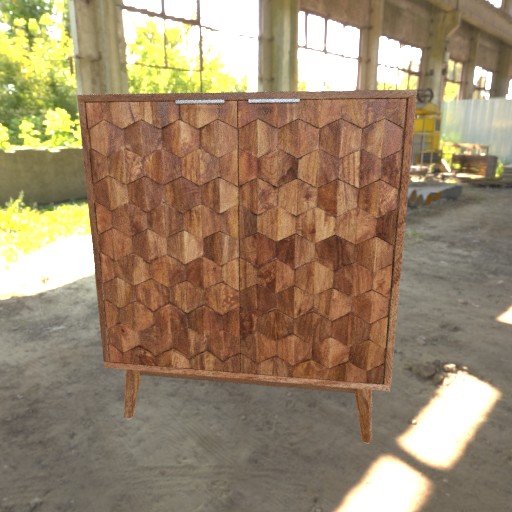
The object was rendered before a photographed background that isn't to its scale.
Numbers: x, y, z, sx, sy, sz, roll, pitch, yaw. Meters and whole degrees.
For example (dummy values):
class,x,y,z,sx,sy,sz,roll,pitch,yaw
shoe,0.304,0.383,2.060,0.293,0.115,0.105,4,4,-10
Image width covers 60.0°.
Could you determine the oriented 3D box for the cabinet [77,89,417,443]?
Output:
class,x,y,z,sx,sy,sz,roll,pitch,yaw
cabinet,0.000,0.000,1.146,0.647,0.758,0.473,2,15,9
